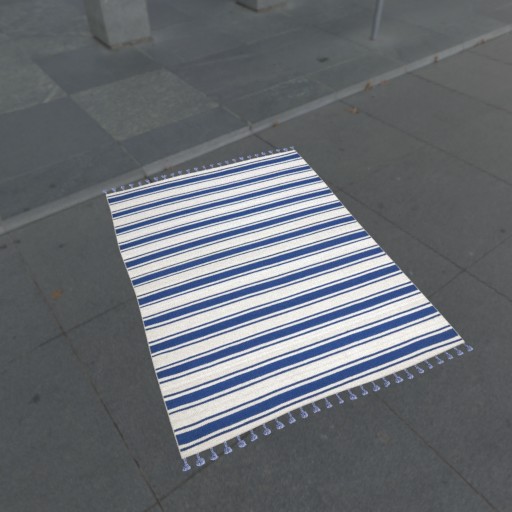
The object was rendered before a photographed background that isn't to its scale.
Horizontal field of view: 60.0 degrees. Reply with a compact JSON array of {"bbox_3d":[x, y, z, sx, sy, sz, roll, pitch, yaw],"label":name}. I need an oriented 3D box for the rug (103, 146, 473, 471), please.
[{"bbox_3d":[0.000,0.000,4.407,2.471,0.016,3.416,-17,48,-16],"label":"rug"}]
